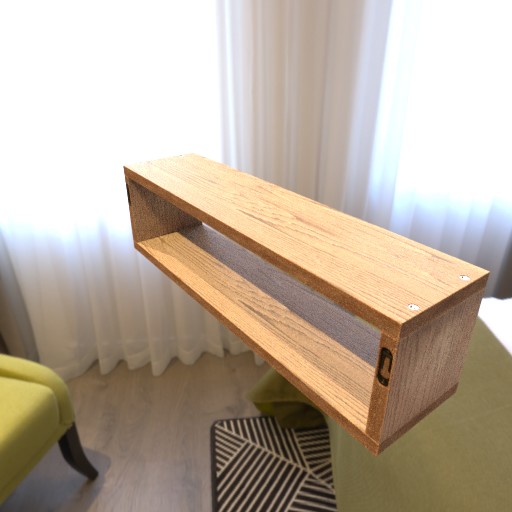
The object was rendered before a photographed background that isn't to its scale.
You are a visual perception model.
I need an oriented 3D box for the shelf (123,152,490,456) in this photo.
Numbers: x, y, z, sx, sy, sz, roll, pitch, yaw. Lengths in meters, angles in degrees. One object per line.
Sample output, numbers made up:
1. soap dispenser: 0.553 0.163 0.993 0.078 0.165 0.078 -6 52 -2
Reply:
1. shelf: 0.000 0.000 0.677 0.150 0.170 0.610 -20 33 -32
